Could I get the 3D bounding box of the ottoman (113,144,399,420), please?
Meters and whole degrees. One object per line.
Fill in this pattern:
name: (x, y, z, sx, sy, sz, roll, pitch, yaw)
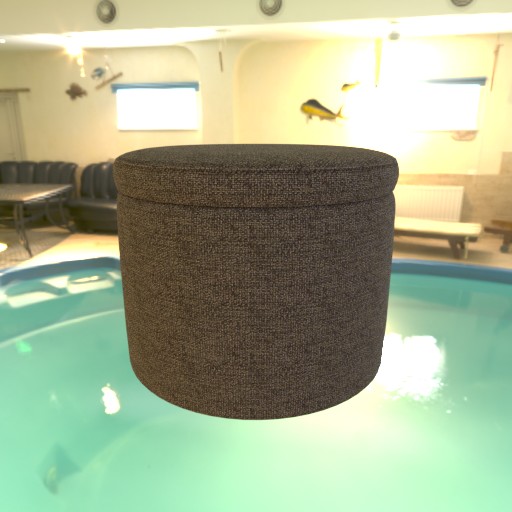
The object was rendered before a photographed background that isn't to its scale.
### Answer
ottoman: (0.000, 0.000, 0.887, 0.520, 0.430, 0.520, 0, 16, 0)
